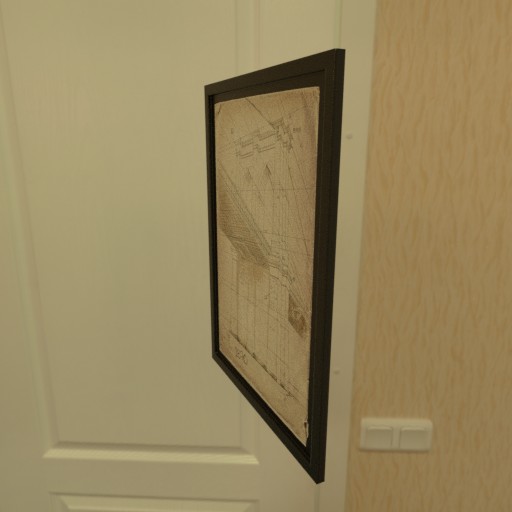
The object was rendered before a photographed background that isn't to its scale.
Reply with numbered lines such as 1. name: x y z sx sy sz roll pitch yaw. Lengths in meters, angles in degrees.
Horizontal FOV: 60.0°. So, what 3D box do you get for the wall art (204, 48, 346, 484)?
1. wall art: 0.000 0.000 0.851 0.016 0.657 0.480 -7 17 -25
